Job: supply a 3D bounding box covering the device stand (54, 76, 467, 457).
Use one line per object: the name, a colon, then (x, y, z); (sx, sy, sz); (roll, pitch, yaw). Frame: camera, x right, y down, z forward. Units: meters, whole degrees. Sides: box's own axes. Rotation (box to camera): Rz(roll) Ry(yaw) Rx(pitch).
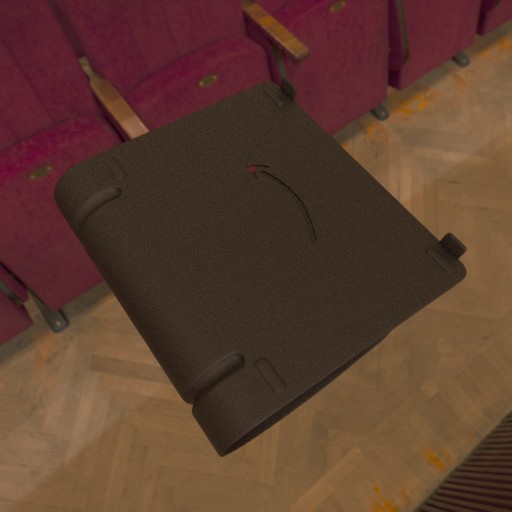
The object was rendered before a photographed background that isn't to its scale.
device stand: (0.000, 0.000, 0.397); (0.236, 0.155, 0.256); (-34, 70, -15)
